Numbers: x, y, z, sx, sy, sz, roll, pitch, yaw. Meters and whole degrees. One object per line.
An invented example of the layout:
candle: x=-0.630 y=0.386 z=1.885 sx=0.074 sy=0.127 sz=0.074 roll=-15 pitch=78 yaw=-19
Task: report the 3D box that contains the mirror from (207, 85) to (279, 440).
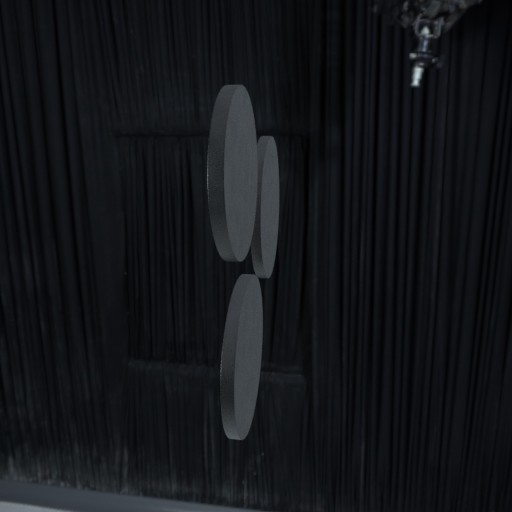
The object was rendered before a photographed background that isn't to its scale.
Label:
mirror: x=0.000 y=0.000 z=3.114 sx=0.076 sy=2.096 sz=2.160 roll=2 pitch=14 yaw=9
